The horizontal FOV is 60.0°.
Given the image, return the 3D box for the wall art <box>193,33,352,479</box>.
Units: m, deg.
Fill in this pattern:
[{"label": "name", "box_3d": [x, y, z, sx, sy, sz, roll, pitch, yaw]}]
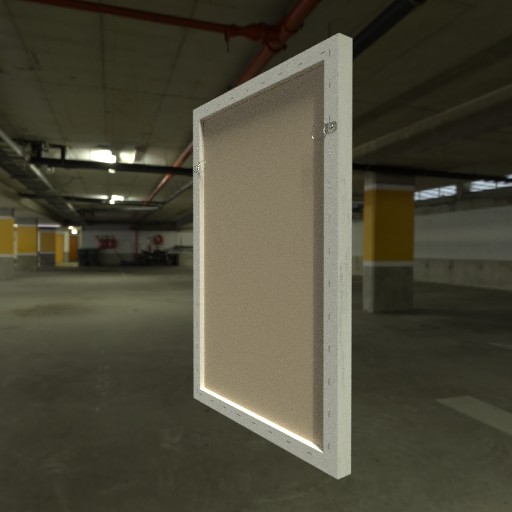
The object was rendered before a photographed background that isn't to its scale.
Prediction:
[{"label": "wall art", "box_3d": [0.000, 0.000, 1.169, 0.043, 0.914, 0.624, -1, 1, -36]}]
